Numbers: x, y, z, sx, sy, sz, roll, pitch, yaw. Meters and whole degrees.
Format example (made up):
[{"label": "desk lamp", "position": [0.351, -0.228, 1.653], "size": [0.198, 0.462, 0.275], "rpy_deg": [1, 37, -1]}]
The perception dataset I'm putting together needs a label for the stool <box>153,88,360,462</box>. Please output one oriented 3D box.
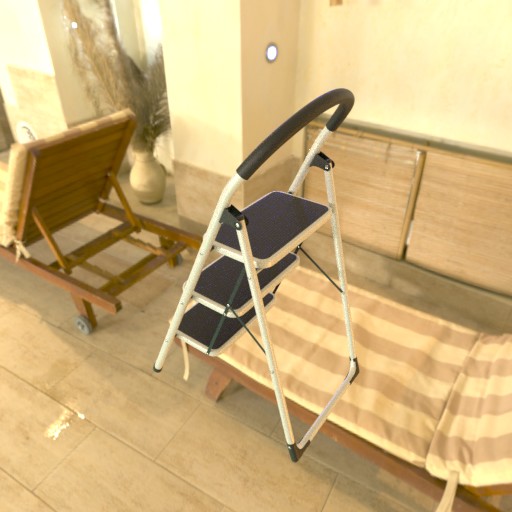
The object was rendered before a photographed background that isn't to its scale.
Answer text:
[{"label": "stool", "position": [0.000, 0.000, 1.454], "size": [0.676, 1.109, 0.485], "rpy_deg": [22, 40, 29]}]
